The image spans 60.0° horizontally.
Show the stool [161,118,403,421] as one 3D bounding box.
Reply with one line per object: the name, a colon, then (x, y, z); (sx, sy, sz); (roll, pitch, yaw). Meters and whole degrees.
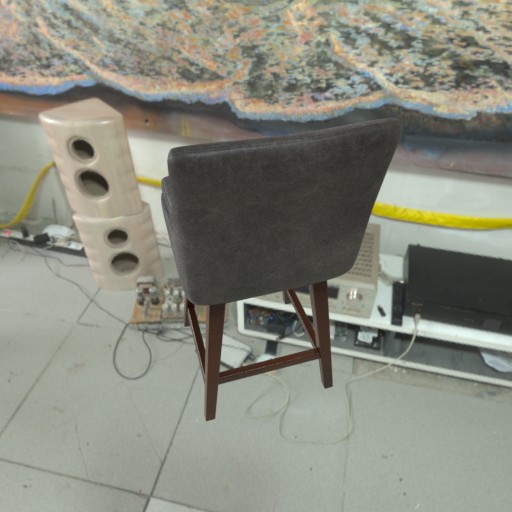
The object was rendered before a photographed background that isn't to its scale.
stool: (0.000, 0.000, 1.359); (0.492, 1.046, 0.587); (-11, 43, -12)
